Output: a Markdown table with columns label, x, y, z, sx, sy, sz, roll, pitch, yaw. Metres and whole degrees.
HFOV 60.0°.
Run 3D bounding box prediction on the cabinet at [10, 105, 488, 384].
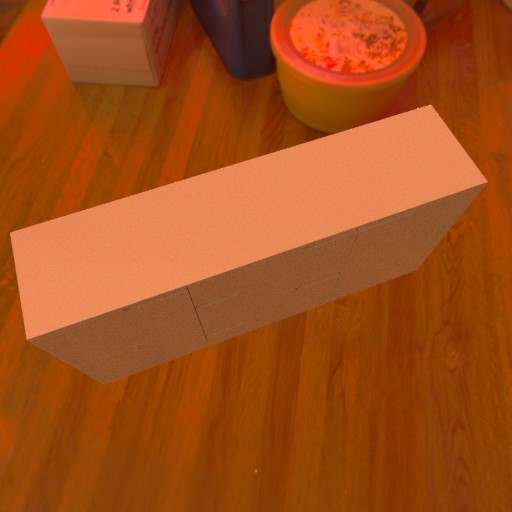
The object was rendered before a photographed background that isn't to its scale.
| label | x | y | z | sx | sy | sz | roll | pitch | yaw |
| --- | --- | --- | --- | --- | --- | --- | --- | --- | --- |
| cabinet | 0.000 | 0.000 | 1.924 | 1.650 | 0.800 | 0.400 | -19 | 66 | -9 |
